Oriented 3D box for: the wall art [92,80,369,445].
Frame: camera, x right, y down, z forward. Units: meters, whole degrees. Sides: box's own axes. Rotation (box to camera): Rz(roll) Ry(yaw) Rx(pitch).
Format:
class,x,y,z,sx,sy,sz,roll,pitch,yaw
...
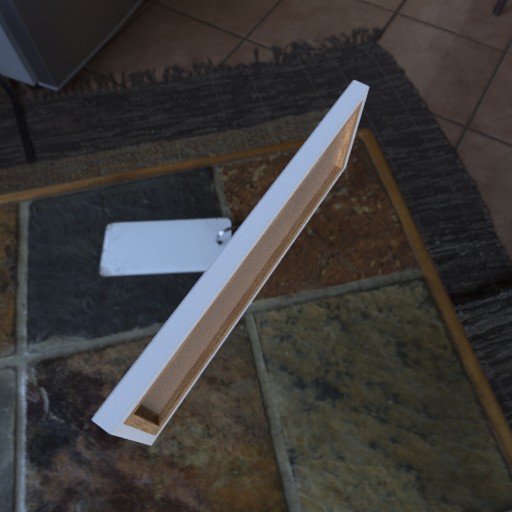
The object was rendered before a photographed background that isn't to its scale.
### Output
class,x,y,z,sx,sy,sz,roll,pitch,yaw
wall art,0.000,0.000,0.855,0.036,0.256,0.766,30,68,14
